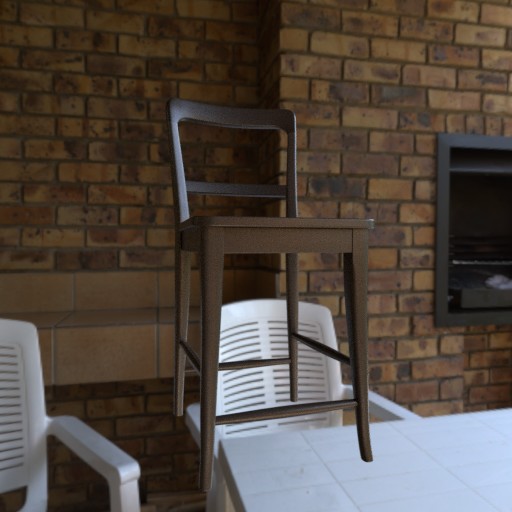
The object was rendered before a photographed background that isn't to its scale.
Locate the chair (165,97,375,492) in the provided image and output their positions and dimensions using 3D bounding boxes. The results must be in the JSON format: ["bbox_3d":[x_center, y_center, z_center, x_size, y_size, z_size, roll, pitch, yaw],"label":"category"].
[{"bbox_3d":[0.000,0.000,1.249,0.450,0.991,0.546,-1,2,-18],"label":"chair"}]
